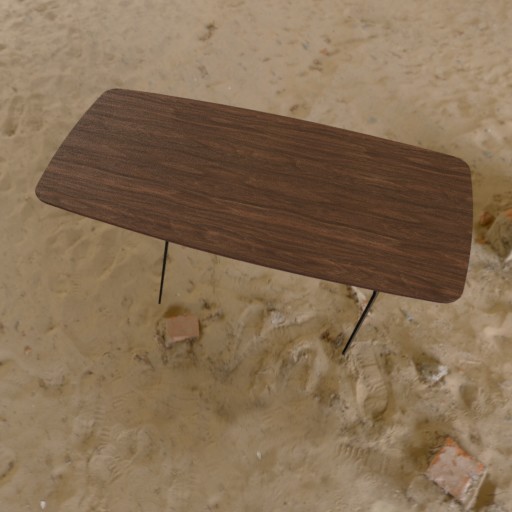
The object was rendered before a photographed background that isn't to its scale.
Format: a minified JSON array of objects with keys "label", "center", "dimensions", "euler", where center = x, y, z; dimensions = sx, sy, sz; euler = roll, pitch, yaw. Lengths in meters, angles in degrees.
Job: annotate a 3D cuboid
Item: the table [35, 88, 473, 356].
[{"label":"table","center":[0.000,0.000,1.093],"dimensions":[0.804,0.576,0.361],"euler":[14,60,8]}]
